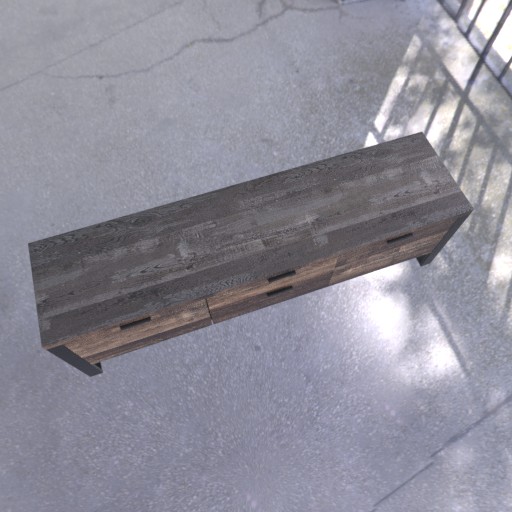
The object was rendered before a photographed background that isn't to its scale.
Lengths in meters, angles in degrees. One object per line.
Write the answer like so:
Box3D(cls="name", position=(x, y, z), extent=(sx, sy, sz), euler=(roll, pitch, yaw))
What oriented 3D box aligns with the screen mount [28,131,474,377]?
Box3D(cls="screen mount", position=(0.000, 0.000, 1.754), extent=(1.524, 0.450, 0.395), euler=(-17, 65, -8))
